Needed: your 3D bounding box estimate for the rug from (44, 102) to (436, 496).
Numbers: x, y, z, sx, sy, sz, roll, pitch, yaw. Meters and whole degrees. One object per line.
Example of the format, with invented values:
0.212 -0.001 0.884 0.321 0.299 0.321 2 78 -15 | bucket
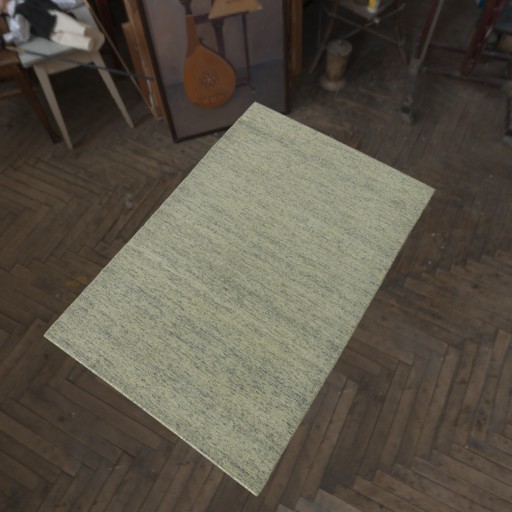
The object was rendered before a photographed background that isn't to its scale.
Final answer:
0.000 0.000 2.326 1.243 0.014 1.846 31 67 15 | rug
